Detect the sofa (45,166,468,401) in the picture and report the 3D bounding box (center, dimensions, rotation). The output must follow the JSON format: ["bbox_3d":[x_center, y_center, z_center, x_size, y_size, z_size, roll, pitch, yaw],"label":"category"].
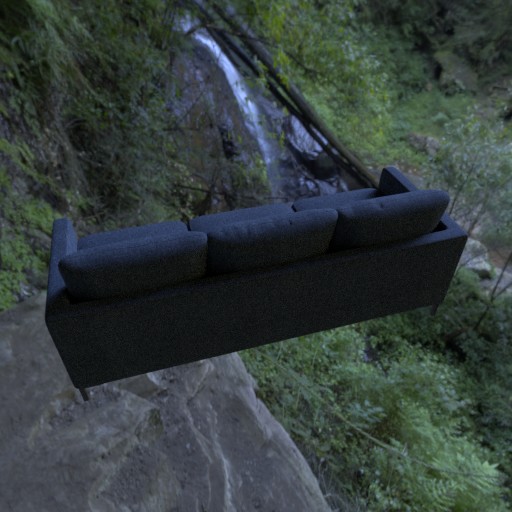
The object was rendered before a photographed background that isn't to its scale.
[{"bbox_3d":[0.000,0.000,2.652,2.218,0.874,0.859,-11,41,-13],"label":"sofa"}]
